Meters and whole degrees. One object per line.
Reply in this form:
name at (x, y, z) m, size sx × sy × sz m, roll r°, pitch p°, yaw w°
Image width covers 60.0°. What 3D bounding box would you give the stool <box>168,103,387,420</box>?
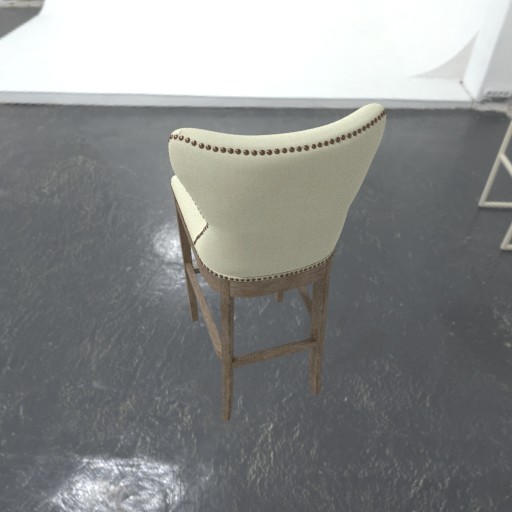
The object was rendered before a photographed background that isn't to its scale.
stool at (0.000, 0.000, 1.442) m, size 0.494 × 1.123 × 0.606 m, roll -11°, pitch 43°, yaw -13°
